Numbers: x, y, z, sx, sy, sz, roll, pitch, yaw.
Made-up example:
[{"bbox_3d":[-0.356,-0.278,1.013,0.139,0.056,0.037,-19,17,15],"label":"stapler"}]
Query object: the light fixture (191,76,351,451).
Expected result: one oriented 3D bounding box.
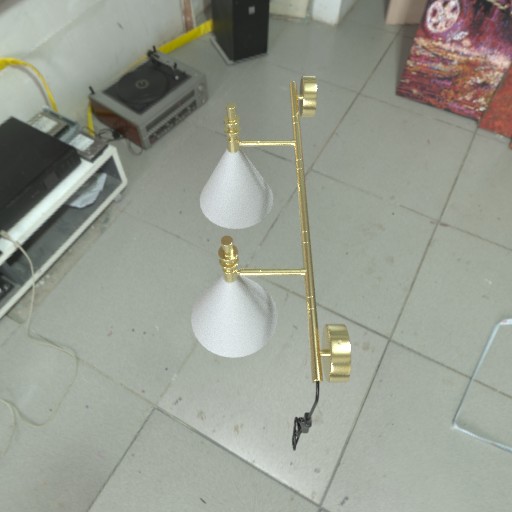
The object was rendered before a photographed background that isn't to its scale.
[{"bbox_3d":[0.000,0.000,0.863,0.239,0.468,0.642,0,58,0],"label":"light fixture"}]
